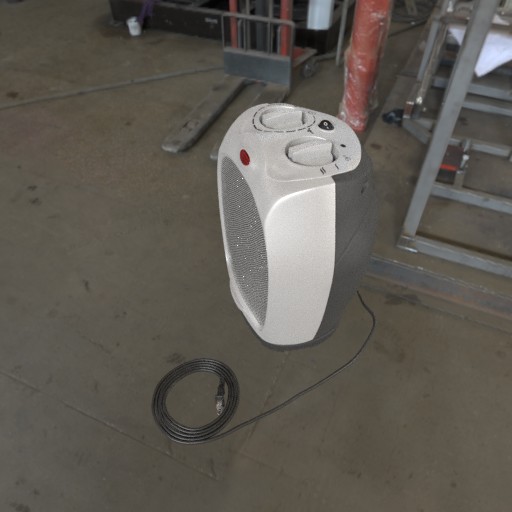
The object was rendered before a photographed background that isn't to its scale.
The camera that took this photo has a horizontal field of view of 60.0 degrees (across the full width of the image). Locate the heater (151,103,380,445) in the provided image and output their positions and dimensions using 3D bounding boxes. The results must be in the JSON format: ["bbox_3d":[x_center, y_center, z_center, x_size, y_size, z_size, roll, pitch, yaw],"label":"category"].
[{"bbox_3d":[0.000,0.000,0.467,0.291,0.255,0.239,-16,48,-15],"label":"heater"}]
